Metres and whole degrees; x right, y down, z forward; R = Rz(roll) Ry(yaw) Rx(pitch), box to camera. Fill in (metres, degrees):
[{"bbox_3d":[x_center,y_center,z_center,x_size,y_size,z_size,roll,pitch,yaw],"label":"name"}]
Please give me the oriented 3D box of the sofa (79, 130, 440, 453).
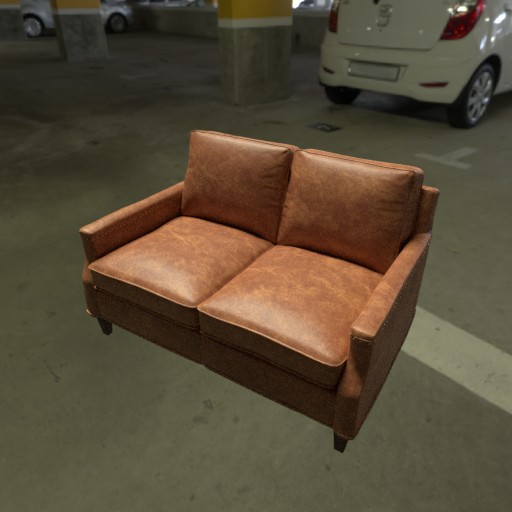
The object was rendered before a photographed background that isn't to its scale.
[{"bbox_3d":[0.000,0.000,2.337,1.597,1.003,1.084,18,35,27],"label":"sofa"}]
